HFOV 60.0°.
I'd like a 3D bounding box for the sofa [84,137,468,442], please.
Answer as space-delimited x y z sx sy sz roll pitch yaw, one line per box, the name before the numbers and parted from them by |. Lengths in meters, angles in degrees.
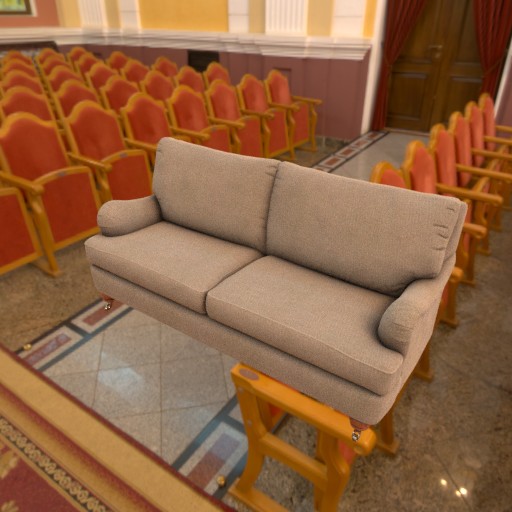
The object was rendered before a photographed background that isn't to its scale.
sofa | 0.000 0.000 2.810 2.193 1.096 1.069 19 35 30
